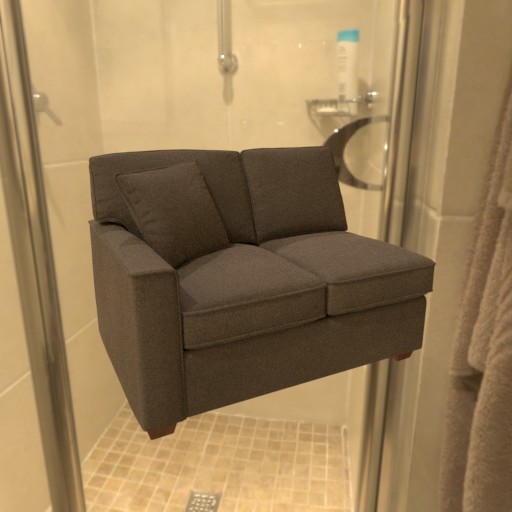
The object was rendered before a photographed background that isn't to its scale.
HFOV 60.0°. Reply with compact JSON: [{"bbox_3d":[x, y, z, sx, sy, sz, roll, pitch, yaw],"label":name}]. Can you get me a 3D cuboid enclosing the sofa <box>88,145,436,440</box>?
[{"bbox_3d":[0.000,0.000,2.115,1.388,0.989,0.991,-8,18,-27],"label":"sofa"}]
